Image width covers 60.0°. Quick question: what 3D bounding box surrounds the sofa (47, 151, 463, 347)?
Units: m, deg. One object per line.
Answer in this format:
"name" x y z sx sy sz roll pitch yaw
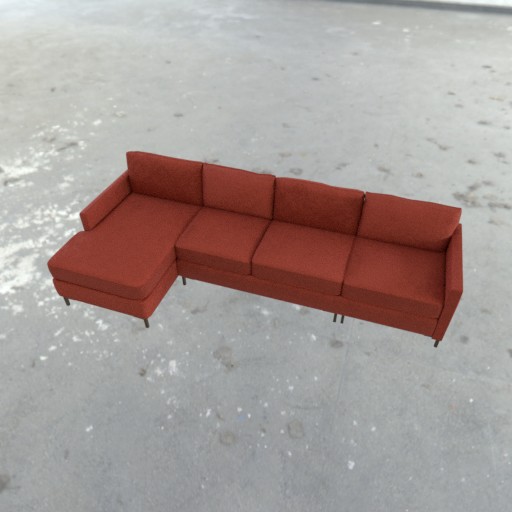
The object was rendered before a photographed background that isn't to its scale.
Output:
"sofa" 0.000 0.000 3.992 3.400 0.967 1.500 13 43 14
